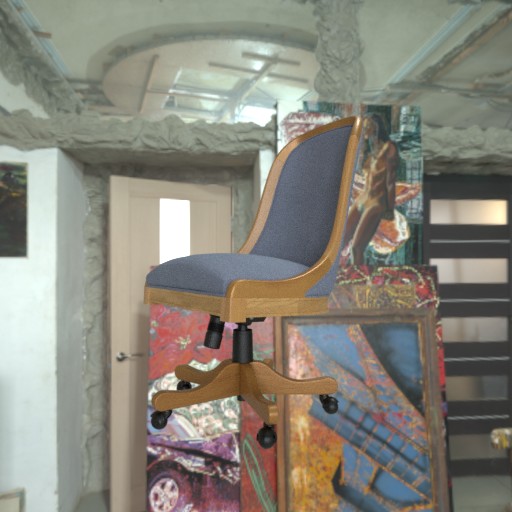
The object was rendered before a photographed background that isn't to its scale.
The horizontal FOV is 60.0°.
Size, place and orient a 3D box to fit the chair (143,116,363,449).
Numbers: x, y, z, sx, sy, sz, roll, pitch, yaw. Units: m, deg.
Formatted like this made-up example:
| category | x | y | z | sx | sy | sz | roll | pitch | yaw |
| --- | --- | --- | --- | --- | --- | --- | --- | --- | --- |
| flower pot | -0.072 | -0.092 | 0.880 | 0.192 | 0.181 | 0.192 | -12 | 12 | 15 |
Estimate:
| category | x | y | z | sx | sy | sz | roll | pitch | yaw |
| --- | --- | --- | --- | --- | --- | --- | --- | --- | --- |
| chair | 0.000 | 0.000 | 1.500 | 0.735 | 1.031 | 0.605 | 0 | 0 | -35 |
